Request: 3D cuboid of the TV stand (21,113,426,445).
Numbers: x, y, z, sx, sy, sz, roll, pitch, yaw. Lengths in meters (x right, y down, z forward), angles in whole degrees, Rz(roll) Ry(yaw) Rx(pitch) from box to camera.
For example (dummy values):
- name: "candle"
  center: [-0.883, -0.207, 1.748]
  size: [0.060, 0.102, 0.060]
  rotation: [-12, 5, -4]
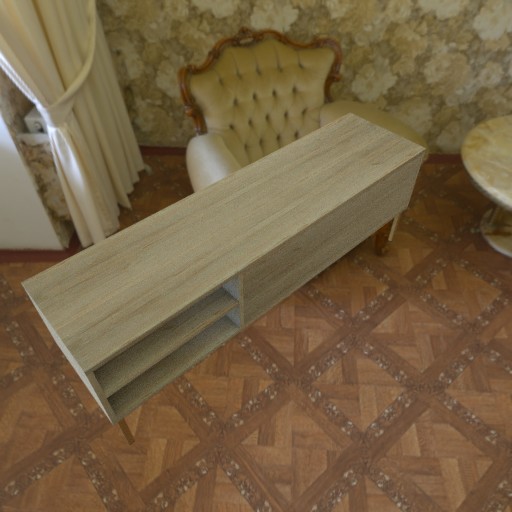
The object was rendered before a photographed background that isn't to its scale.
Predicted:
- name: "TV stand"
  center: [0.000, 0.000, 1.847]
  size: [1.600, 0.550, 0.420]
  rotation: [-33, 54, -28]
